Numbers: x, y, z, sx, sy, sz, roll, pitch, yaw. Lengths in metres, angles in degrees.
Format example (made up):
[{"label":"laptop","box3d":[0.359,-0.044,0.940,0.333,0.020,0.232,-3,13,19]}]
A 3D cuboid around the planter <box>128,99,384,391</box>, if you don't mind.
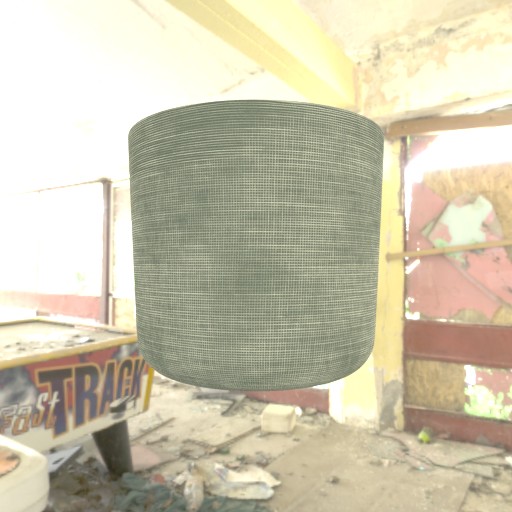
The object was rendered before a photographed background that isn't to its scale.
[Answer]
[{"label":"planter","box3d":[0.000,0.000,0.789,0.440,0.398,0.440,0,-1,0]}]
